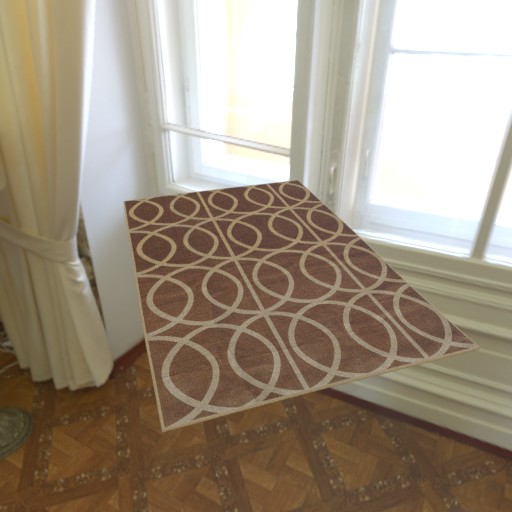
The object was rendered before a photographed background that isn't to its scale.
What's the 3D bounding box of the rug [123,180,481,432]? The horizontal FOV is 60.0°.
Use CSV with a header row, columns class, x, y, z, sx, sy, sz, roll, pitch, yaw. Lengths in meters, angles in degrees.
class,x,y,z,sx,sy,sz,roll,pitch,yaw
rug,0.000,0.000,2.853,1.528,0.014,2.294,-10,32,-15
